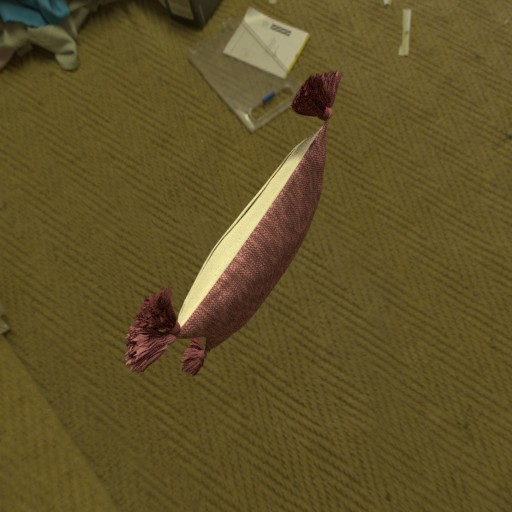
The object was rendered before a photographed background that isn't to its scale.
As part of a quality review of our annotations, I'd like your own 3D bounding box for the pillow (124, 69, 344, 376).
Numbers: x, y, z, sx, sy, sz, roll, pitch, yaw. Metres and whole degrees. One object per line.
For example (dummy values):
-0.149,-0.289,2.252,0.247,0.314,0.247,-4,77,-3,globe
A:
0.000,0.000,0.989,0.138,0.659,0.641,33,78,8,pillow
